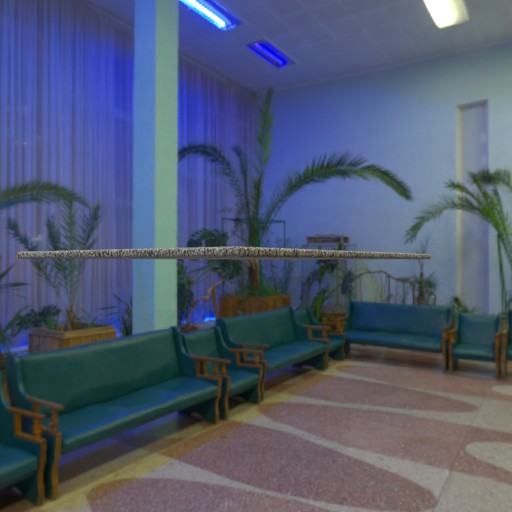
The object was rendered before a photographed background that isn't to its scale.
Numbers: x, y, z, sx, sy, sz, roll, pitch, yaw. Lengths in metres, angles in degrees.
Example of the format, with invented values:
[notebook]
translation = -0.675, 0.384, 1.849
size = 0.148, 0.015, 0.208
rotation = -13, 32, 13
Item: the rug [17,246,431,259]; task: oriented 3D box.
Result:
[rug]
translation = 0.000, 0.000, 2.229
size = 1.219, 0.030, 1.778
rotation = 0, -1, 37
